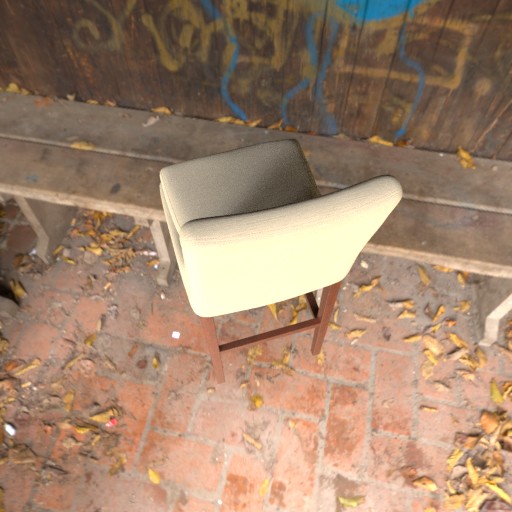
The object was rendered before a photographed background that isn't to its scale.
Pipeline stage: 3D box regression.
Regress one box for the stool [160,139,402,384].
[{"bbox_3d":[0.000,0.000,1.357,0.470,1.078,0.577,-14,59,-9],"label":"stool"}]
